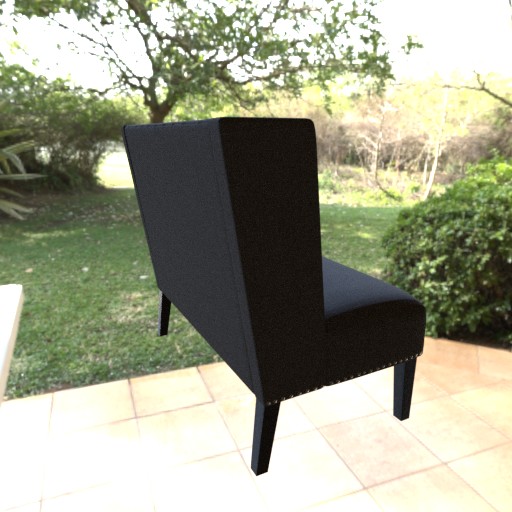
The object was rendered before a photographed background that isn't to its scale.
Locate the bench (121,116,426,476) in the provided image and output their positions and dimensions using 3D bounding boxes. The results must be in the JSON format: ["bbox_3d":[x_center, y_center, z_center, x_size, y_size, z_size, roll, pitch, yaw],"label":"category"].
[{"bbox_3d":[0.000,0.000,1.956,0.842,1.121,1.276,-8,17,-26],"label":"bench"}]
